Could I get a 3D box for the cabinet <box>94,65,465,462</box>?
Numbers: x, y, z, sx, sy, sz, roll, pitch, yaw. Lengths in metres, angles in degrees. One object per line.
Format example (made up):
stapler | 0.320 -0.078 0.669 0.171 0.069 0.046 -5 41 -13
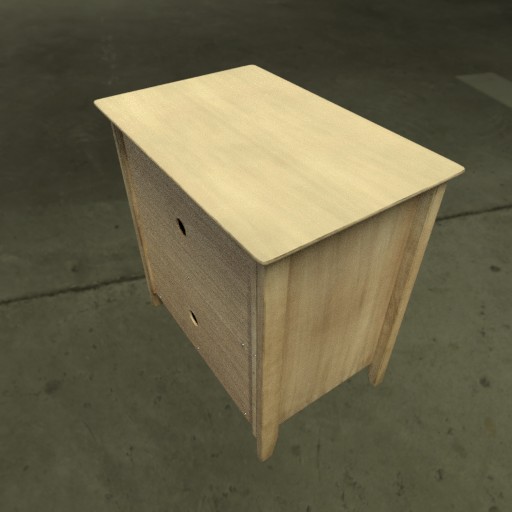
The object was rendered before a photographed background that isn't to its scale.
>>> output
cabinet | 0.000 0.000 1.262 0.503 0.762 0.763 -24 47 -25
